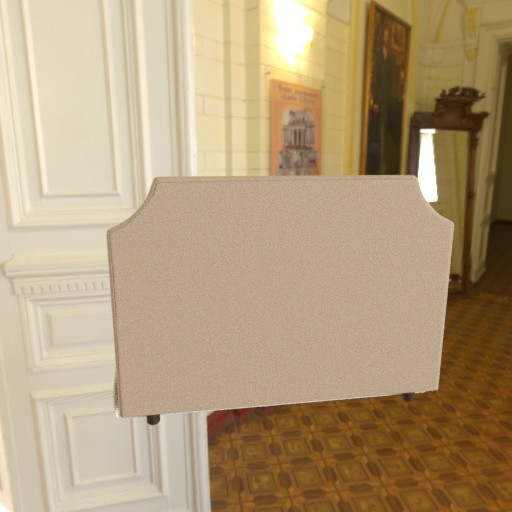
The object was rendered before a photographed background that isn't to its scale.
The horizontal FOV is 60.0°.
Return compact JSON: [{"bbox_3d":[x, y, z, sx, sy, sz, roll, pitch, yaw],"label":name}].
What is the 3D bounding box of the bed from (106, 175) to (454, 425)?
[{"bbox_3d":[0.000,0.000,4.161,2.350,1.590,2.773,-2,13,-9],"label":"bed"}]
